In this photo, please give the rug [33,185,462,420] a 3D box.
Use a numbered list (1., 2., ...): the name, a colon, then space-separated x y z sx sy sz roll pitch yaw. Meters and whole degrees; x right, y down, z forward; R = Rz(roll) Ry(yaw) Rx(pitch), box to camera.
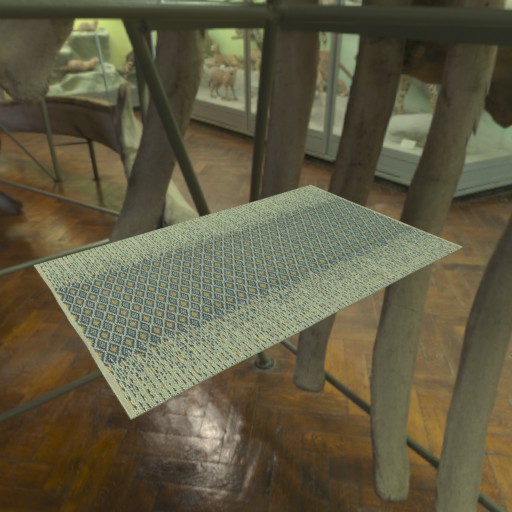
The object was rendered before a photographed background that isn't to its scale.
1. rug: 0.000 0.000 2.977 2.448 0.008 1.541 -20 35 -32
